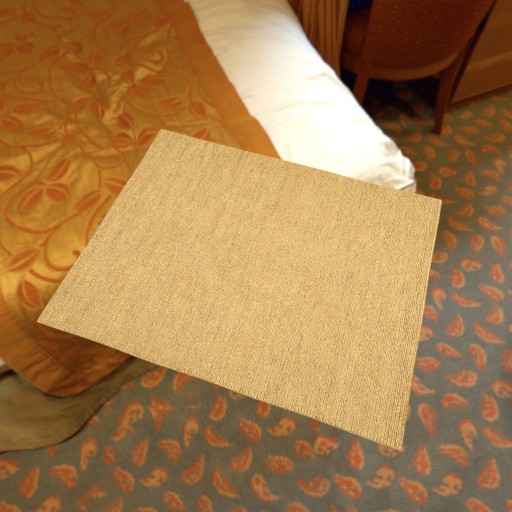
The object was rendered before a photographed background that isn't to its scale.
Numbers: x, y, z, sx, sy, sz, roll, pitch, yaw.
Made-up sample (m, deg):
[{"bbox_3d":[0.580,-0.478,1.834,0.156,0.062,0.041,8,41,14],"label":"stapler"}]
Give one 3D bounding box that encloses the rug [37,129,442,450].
[{"bbox_3d":[0.000,0.000,4.021,3.034,0.012,2.406,16,60,10],"label":"rug"}]
